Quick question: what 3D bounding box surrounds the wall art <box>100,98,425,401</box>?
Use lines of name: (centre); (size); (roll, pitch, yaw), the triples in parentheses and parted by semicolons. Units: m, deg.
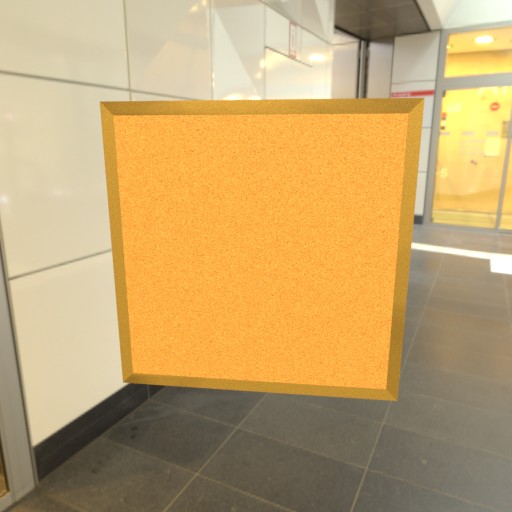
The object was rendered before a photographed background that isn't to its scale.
wall art: (0.000, 0.000, 1.146); (0.762, 0.762, 0.038); (2, 14, 7)
